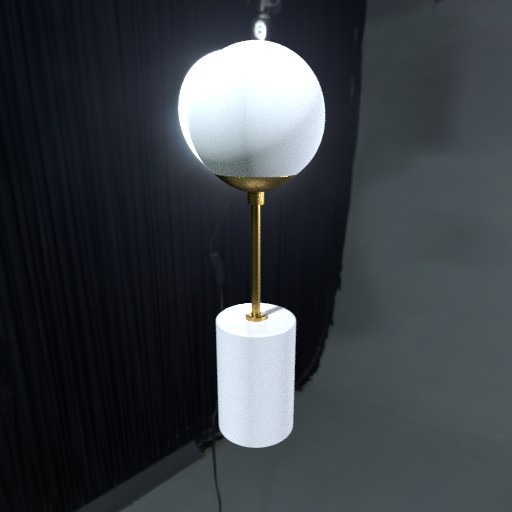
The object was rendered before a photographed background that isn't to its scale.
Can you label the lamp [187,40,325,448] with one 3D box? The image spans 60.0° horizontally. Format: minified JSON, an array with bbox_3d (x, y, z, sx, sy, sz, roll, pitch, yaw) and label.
[{"bbox_3d":[0.000,0.000,0.543,0.153,0.480,0.153,0,16,0],"label":"lamp"}]
